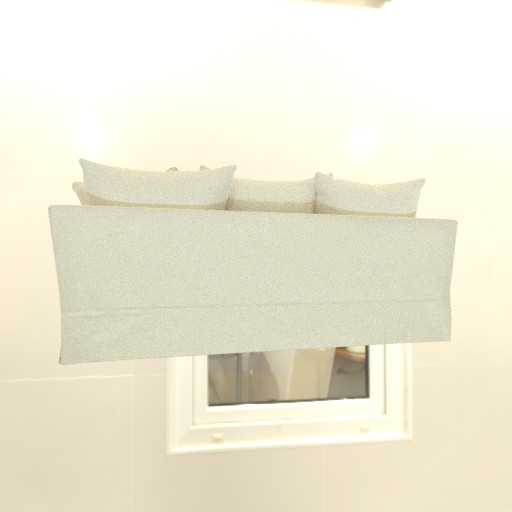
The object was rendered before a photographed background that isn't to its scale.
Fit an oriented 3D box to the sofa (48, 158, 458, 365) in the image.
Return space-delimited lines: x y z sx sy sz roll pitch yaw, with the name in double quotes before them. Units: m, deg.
"sofa" 0.000 0.000 2.815 2.290 1.034 1.031 0 -1 -17
